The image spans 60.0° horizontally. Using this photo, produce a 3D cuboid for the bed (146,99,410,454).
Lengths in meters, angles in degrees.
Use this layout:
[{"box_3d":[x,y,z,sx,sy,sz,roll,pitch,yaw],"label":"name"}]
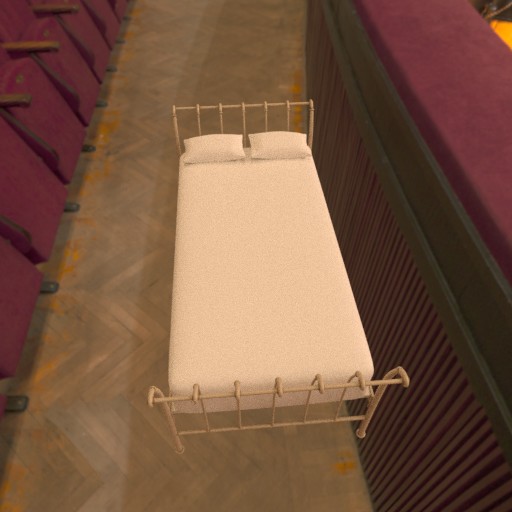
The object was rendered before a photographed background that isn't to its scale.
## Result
[{"box_3d":[0.000,0.000,2.739,1.032,0.873,2.228,-4,47,-3],"label":"bed"}]
